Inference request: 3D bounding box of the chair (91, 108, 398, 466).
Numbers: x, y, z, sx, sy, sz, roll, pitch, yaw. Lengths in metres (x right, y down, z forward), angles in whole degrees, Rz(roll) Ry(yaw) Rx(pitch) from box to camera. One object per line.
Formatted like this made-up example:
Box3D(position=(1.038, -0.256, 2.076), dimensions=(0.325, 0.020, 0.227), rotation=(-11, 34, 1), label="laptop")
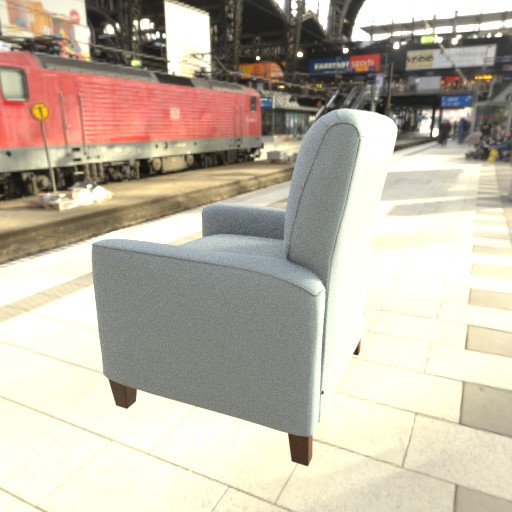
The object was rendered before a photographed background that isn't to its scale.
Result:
Box3D(position=(0.000, 0.000, 1.621), dimensions=(0.846, 1.007, 0.853), rotation=(7, 18, 23), label="chair")
